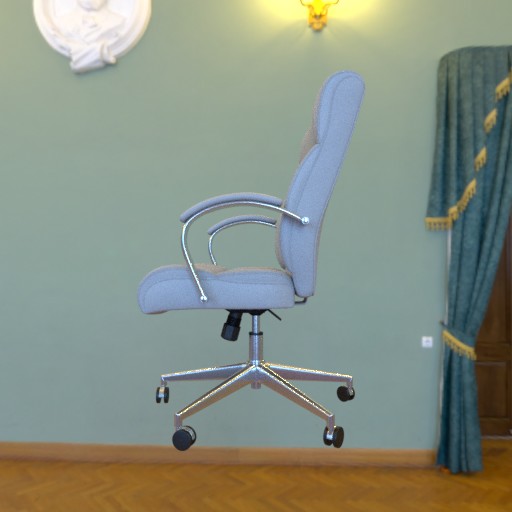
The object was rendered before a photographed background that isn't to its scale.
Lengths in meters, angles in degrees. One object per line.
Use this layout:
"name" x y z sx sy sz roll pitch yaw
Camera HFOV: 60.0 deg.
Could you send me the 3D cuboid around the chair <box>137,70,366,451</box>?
"chair" 0.000 0.000 1.594 0.745 1.099 0.727 0 -1 1
